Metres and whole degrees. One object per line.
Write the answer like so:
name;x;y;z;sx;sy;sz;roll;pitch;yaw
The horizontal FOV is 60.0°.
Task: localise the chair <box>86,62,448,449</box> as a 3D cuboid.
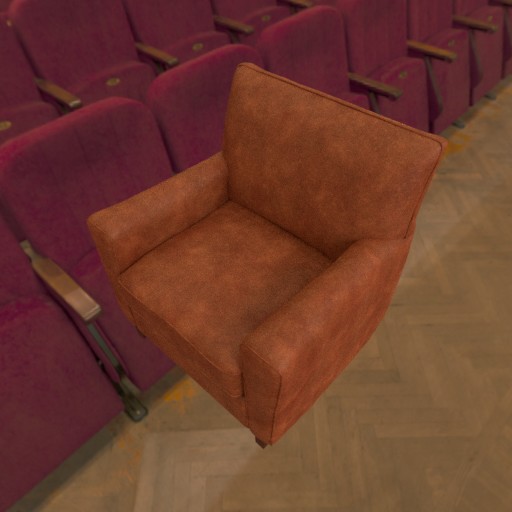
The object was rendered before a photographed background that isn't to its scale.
chair;0.000;0.000;1.593;0.870;0.943;0.823;33;54;28
